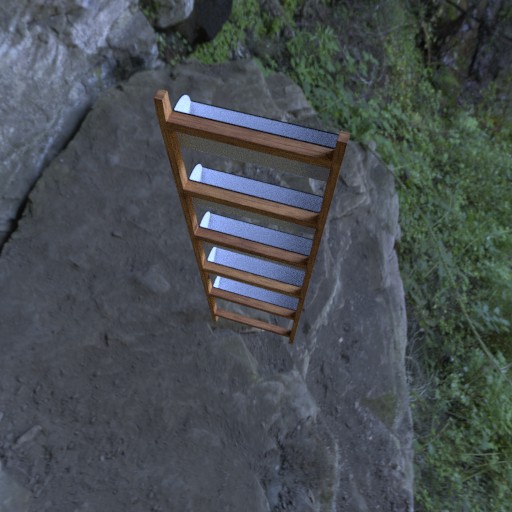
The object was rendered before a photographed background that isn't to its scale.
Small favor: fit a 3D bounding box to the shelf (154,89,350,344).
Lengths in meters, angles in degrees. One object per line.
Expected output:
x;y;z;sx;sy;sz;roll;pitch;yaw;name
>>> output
0.000;0.000;1.731;0.454;1.600;0.141;15;64;8;shelf
